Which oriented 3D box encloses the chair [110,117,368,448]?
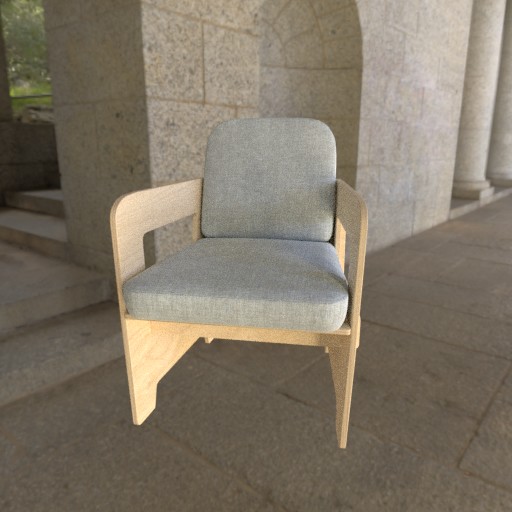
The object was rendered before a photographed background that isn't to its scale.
[{"bbox_3d":[0.000,0.000,1.295,0.590,0.800,0.710,3,15,10],"label":"chair"}]
